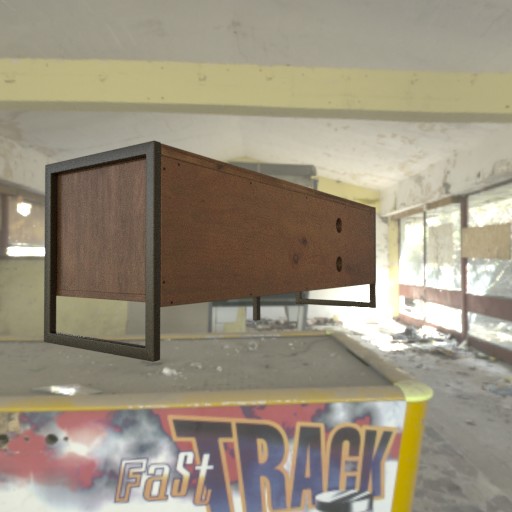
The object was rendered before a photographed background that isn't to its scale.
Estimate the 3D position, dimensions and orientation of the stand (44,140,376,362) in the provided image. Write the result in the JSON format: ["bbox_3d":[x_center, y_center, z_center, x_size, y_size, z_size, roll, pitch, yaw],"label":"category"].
[{"bbox_3d":[0.000,0.000,1.748,0.454,0.506,1.480,-1,-1,34],"label":"stand"}]
